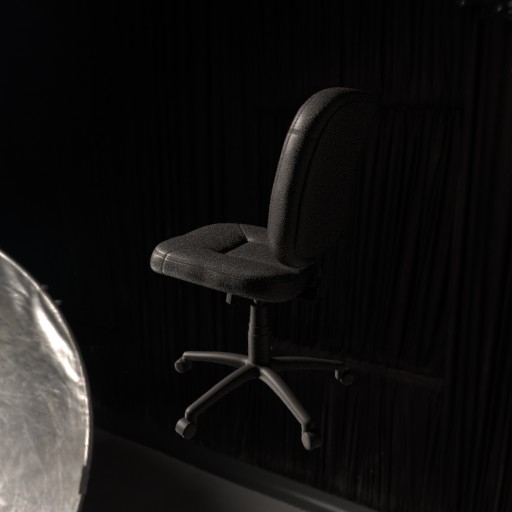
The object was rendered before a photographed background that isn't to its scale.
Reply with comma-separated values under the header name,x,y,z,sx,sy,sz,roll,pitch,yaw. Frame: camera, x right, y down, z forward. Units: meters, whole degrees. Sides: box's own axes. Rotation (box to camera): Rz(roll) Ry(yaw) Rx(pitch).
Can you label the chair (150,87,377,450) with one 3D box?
name,x,y,z,sx,sy,sz,roll,pitch,yaw
chair,0.000,0.000,1.383,0.646,0.959,0.647,8,18,25
